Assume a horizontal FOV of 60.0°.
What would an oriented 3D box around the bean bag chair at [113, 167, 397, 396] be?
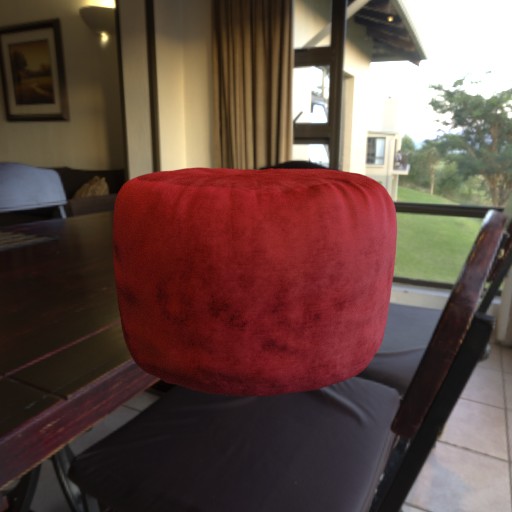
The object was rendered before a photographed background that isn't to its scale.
[{"bbox_3d":[0.000,0.000,1.996,1.219,0.762,1.219,0,14,0],"label":"bean bag chair"}]
